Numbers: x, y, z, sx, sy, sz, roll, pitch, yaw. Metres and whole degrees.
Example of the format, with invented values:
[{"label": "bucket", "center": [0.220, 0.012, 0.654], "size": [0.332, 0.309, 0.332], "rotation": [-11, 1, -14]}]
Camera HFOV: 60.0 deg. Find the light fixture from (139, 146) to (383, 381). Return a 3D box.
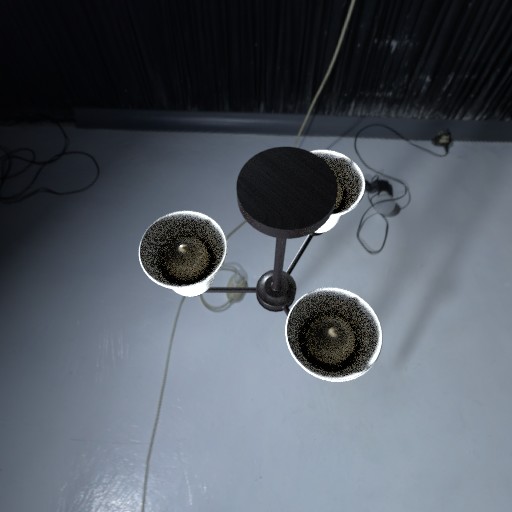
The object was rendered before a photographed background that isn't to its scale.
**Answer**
[{"label": "light fixture", "center": [0.000, 0.000, 0.691], "size": [0.354, 0.370, 0.388], "rotation": [1, 63, 0]}]
